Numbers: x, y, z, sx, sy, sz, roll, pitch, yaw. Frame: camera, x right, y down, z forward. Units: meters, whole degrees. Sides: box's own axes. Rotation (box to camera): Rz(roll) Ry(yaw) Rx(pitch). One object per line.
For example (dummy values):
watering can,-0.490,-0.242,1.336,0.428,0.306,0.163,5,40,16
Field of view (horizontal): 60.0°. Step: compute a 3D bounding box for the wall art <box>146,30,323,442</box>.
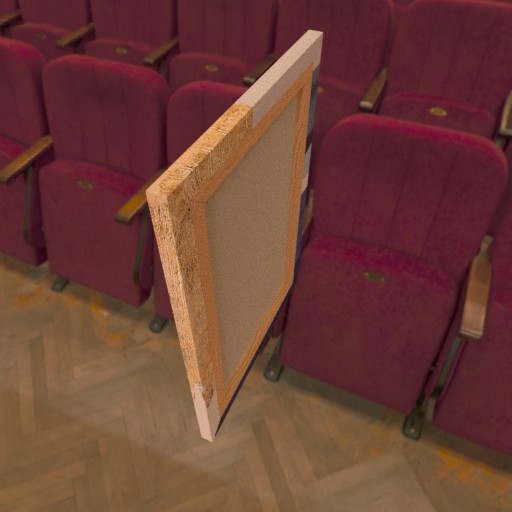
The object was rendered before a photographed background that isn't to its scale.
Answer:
wall art,0.000,0.000,0.793,0.026,0.613,0.458,18,49,17
